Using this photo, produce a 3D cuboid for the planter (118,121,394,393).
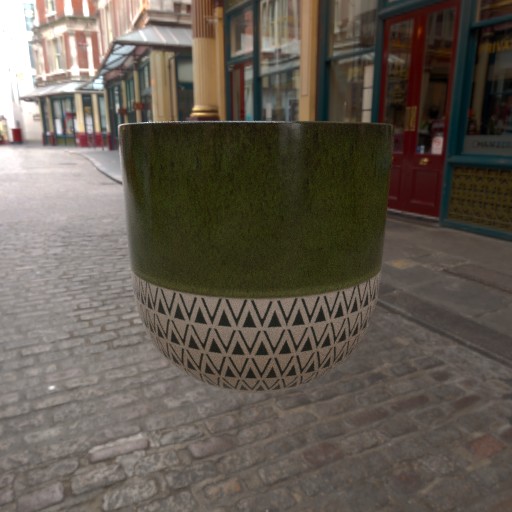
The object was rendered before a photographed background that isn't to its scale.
[{"bbox_3d":[0.000,0.000,0.478,0.266,0.270,0.266,0,15,0],"label":"planter"}]
